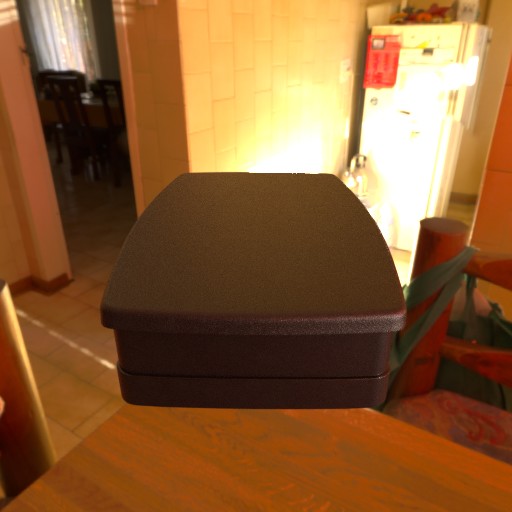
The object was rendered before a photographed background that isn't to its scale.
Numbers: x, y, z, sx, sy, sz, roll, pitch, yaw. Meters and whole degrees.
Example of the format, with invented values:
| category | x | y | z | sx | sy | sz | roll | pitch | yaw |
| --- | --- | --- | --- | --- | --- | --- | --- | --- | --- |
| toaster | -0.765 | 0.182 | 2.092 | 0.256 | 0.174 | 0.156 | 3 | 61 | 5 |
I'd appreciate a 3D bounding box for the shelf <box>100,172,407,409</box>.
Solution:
| category | x | y | z | sx | sy | sz | roll | pitch | yaw |
| --- | --- | --- | --- | --- | --- | --- | --- | --- | --- |
| shelf | 0.000 | 0.000 | 0.537 | 0.280 | 0.100 | 0.410 | 0 | 26 | 1 |
